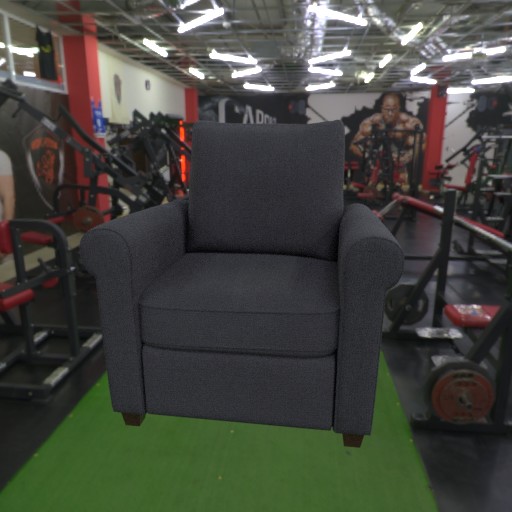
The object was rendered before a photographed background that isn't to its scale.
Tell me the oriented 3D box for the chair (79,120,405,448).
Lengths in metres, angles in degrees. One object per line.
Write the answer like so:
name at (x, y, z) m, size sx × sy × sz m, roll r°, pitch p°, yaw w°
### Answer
chair at (0.000, 0.000, 1.574) m, size 0.867 × 0.942 × 0.828 m, roll 2°, pitch 15°, yaw 8°
